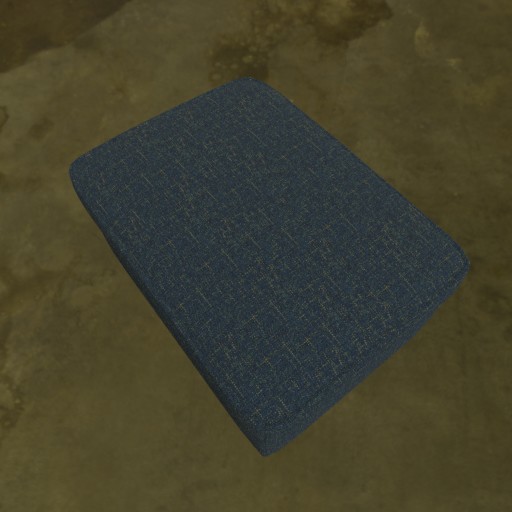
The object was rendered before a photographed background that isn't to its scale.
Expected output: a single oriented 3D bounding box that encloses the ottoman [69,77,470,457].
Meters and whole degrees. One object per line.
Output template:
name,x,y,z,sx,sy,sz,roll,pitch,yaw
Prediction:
ottoman,0.000,0.000,1.080,0.549,0.450,0.749,-34,65,-19
